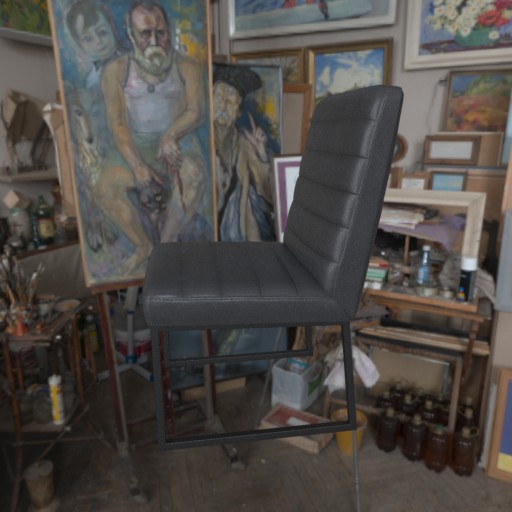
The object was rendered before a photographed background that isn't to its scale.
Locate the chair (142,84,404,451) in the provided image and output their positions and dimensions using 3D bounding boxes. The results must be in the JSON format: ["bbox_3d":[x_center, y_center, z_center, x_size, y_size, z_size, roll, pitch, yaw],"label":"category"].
[{"bbox_3d":[0.000,0.000,1.323,0.634,0.930,0.520,-2,16,-9],"label":"chair"}]
